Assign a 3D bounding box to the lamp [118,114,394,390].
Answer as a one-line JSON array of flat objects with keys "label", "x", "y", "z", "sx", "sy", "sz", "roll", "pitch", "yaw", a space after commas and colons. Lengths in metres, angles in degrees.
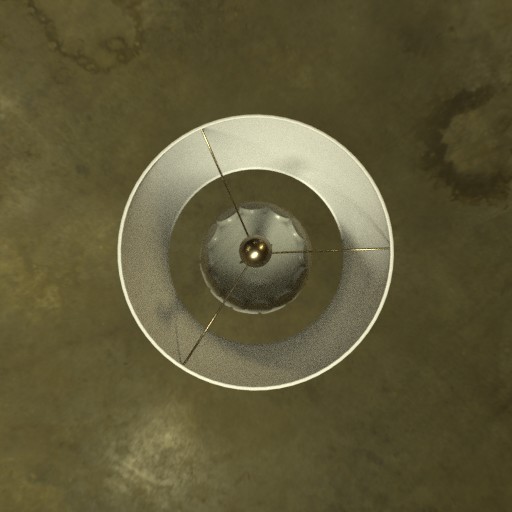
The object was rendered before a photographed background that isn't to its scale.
[{"label": "lamp", "x": 0.000, "y": 0.000, "z": 0.610, "sx": 0.254, "sy": 0.452, "sz": 0.254, "roll": 0, "pitch": 89, "yaw": 0}]
